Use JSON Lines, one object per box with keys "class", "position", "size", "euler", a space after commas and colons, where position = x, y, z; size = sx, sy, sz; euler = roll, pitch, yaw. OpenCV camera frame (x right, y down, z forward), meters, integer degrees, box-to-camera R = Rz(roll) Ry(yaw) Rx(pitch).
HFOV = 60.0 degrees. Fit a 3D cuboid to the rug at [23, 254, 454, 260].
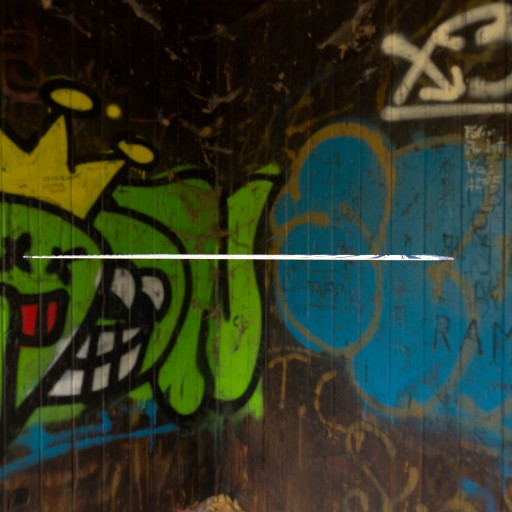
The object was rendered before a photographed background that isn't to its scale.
{"class": "rug", "position": [0.000, 0.000, 4.434], "size": [3.416, 0.016, 2.471], "euler": [0, 1, 18]}
